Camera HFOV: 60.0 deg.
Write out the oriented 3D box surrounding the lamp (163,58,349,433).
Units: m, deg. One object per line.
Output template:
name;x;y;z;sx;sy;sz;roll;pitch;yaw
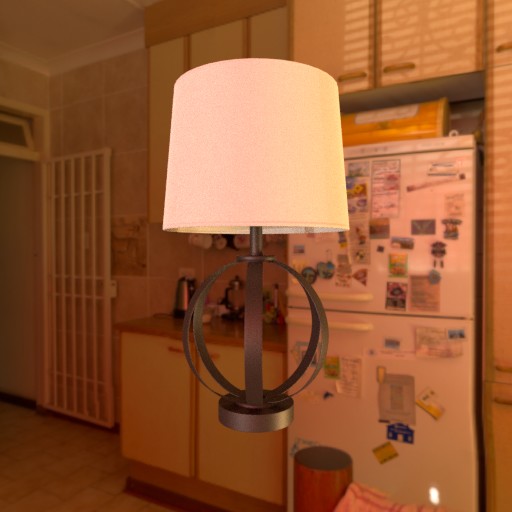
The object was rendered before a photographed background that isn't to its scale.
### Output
lamp;0.000;0.000;0.697;0.286;0.510;0.286;0;1;0
